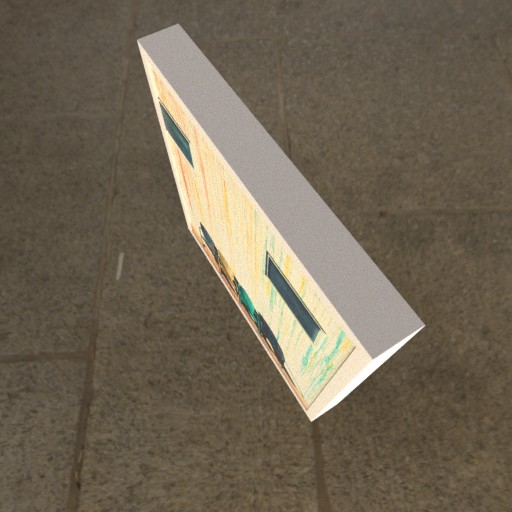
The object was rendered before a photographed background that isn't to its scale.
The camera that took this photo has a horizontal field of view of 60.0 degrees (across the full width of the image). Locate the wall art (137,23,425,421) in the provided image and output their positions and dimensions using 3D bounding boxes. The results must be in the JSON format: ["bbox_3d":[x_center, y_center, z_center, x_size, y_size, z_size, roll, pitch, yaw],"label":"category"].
[{"bbox_3d":[0.000,0.000,0.441,0.038,0.305,0.305,-29,67,-14],"label":"wall art"}]
